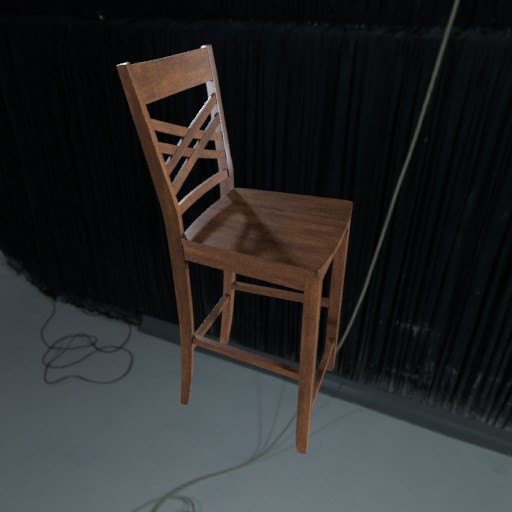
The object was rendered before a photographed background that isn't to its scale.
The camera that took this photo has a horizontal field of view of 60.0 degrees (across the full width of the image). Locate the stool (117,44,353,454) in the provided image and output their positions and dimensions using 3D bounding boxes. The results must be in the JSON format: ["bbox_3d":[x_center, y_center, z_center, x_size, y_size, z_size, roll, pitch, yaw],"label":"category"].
[{"bbox_3d":[0.000,0.000,1.329,0.504,1.098,0.426,11,33,18],"label":"stool"}]
